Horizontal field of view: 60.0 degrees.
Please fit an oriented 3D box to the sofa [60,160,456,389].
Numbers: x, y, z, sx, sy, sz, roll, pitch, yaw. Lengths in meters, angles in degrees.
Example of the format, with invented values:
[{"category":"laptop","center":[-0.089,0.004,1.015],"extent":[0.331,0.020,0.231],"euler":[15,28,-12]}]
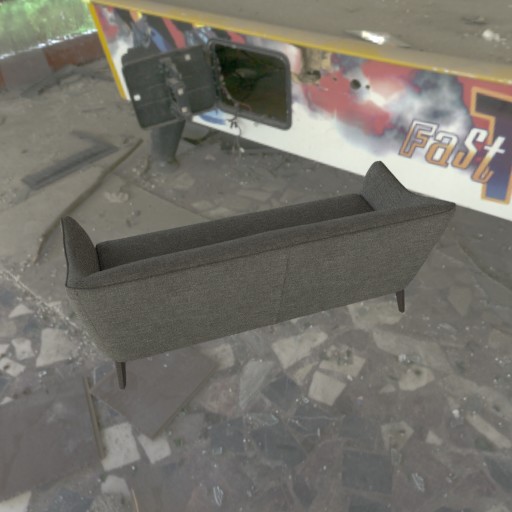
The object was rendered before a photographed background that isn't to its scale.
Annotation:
[{"category":"sofa","center":[0.000,0.000,2.418],"extent":[1.928,0.829,0.867],"euler":[-12,43,-14]}]
